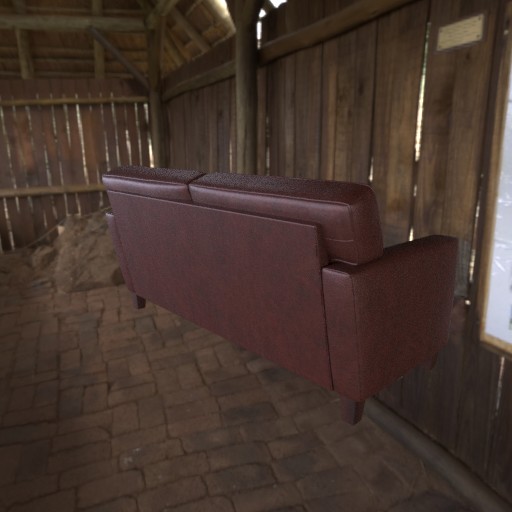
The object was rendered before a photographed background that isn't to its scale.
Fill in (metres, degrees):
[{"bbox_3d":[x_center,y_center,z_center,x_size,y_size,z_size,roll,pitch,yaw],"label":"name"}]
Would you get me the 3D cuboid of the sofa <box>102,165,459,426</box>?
[{"bbox_3d":[0.000,0.000,2.398,0.912,0.928,1.876,-13,19,-41],"label":"sofa"}]
